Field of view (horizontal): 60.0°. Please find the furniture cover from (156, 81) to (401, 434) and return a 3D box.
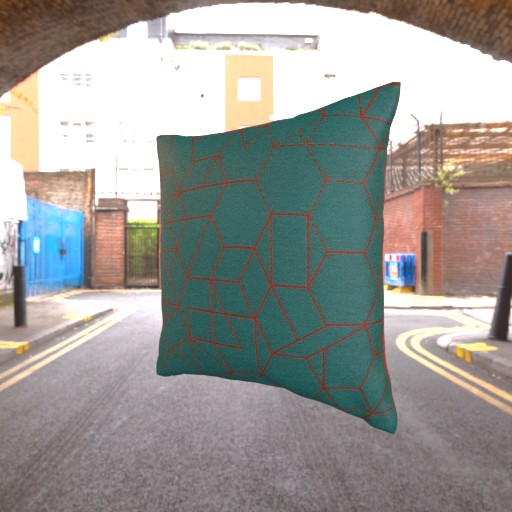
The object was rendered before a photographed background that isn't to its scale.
[{"bbox_3d":[0.000,0.000,0.788,0.517,0.508,0.158,0,0,36],"label":"furniture cover"}]
